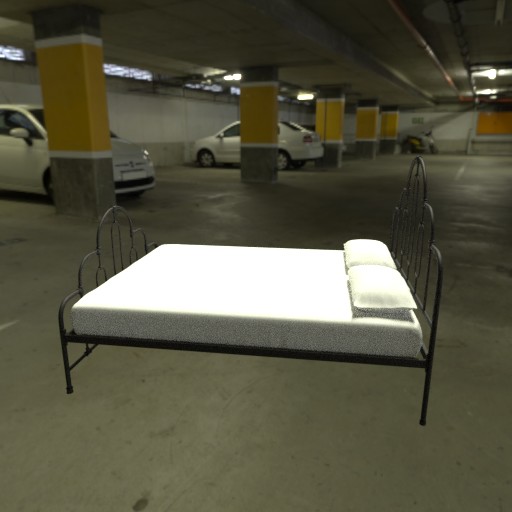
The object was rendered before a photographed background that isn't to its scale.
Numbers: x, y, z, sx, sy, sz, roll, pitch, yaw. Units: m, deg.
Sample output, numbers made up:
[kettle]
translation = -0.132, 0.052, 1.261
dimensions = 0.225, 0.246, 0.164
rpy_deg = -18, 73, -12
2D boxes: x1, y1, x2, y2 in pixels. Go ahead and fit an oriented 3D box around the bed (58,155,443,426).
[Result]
[bed]
translation = 0.000, 0.000, 3.202
dimensions = 2.163, 1.429, 1.640
rpy_deg = 2, 16, 8
